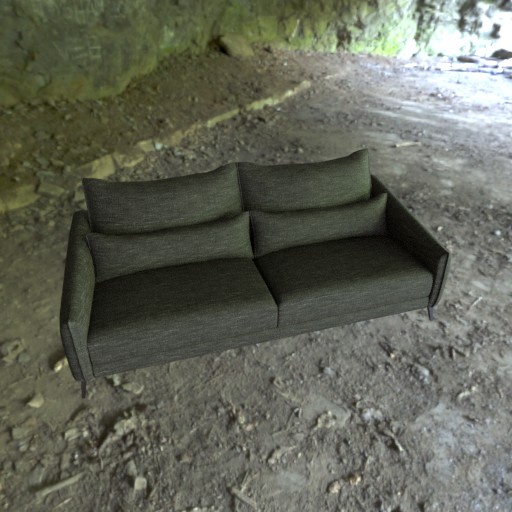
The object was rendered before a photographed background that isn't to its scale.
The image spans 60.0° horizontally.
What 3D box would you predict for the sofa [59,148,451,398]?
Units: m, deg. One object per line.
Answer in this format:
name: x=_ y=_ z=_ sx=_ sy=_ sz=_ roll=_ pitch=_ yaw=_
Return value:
sofa: x=0.000 y=0.000 z=2.467 sx=2.019 sy=0.843 sz=0.807 roll=-9 pitch=33 yaw=-14
